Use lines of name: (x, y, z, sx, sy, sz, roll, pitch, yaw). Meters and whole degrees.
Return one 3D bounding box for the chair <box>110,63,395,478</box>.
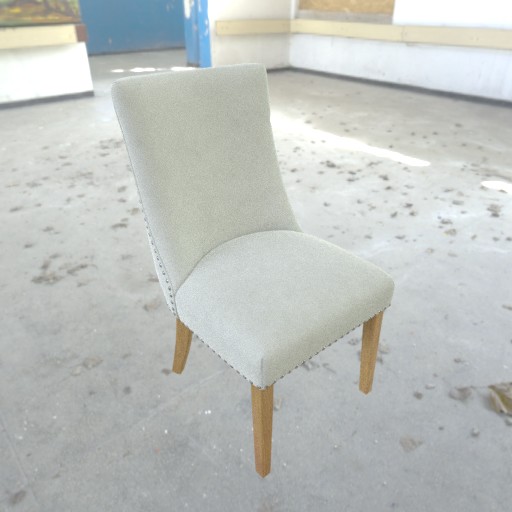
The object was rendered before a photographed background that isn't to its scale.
chair: (0.000, 0.000, 1.221, 0.495, 0.902, 0.610, -24, 38, -34)
